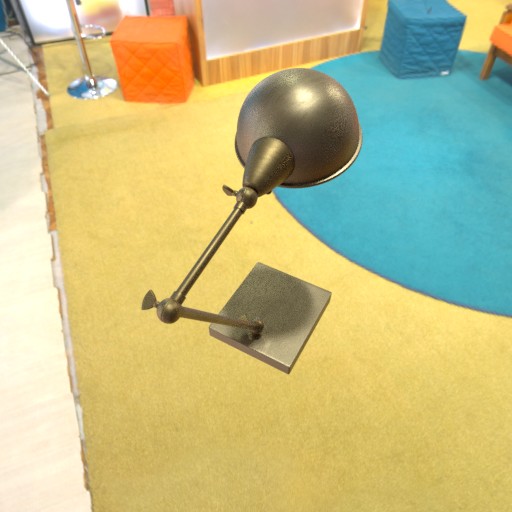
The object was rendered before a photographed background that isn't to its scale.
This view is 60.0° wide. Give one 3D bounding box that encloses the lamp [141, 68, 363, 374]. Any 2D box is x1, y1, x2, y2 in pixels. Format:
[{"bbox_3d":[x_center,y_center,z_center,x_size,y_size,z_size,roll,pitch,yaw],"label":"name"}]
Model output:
[{"bbox_3d":[0.000,0.000,0.539,0.149,0.371,0.339,22,51,19],"label":"lamp"}]
